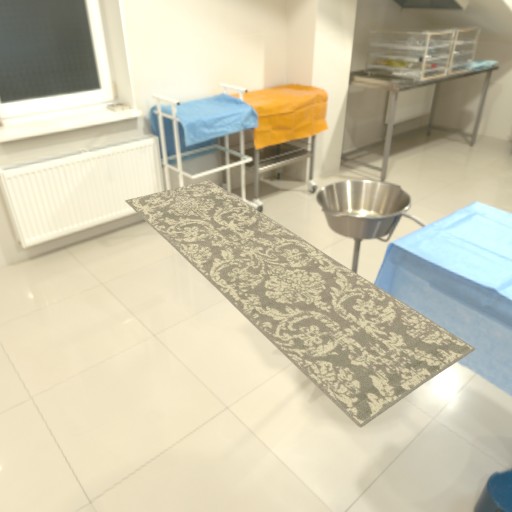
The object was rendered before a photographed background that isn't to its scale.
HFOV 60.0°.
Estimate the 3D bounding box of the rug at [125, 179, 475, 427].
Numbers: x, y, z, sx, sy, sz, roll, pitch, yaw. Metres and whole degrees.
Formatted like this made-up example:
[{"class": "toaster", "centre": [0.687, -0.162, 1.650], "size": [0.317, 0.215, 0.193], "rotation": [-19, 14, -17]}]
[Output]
[{"class": "rug", "centre": [0.000, 0.000, 2.413], "size": [0.662, 0.011, 2.196], "rotation": [-20, 37, -29]}]
